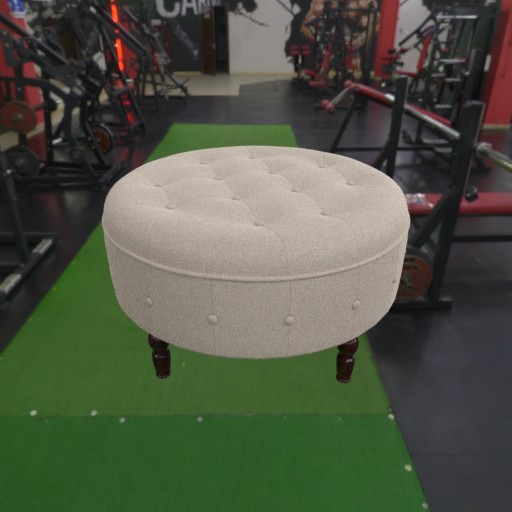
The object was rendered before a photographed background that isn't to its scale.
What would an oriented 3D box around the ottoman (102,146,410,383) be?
[{"bbox_3d":[0.000,0.000,1.354,0.848,0.494,0.848,0,28,0],"label":"ottoman"}]
